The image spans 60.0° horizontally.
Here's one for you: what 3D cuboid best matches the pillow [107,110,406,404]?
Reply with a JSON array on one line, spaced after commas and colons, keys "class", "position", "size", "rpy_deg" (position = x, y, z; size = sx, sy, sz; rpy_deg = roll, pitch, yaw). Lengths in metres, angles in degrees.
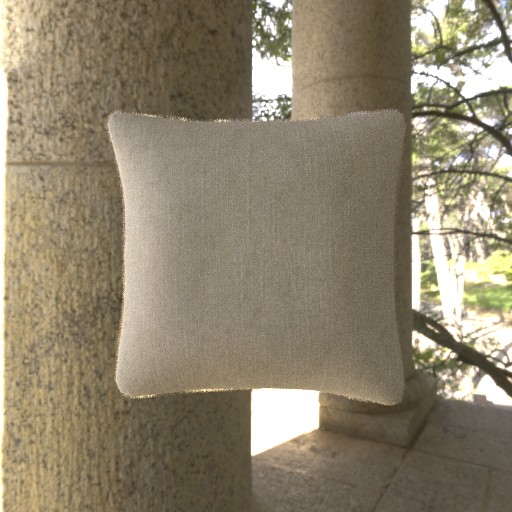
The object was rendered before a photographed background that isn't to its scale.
[{"class": "pillow", "position": [0.000, 0.000, 0.815], "size": [0.538, 0.525, 0.216], "rpy_deg": [0, 0, 2]}]
